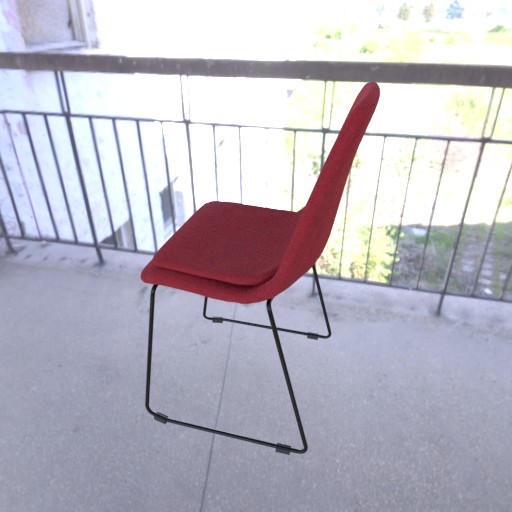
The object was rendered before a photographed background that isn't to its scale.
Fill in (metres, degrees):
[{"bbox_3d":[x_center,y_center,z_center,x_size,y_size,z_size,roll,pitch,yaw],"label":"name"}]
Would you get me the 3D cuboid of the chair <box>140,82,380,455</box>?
[{"bbox_3d":[0.000,0.000,1.155,0.518,0.858,0.479,8,31,14],"label":"chair"}]
